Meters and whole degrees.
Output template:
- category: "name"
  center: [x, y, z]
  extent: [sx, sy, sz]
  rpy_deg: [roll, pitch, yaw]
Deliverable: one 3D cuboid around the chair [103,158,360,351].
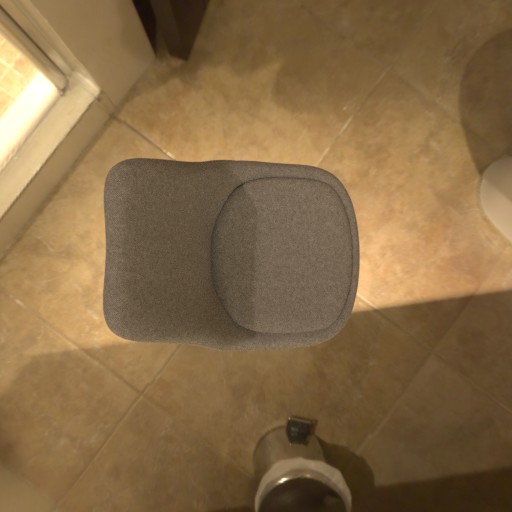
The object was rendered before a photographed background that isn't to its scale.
- category: "chair"
  center: [0.000, 0.000, 1.202]
  extent: [0.550, 0.865, 0.483]
  rpy_deg: [0, 88, -1]
